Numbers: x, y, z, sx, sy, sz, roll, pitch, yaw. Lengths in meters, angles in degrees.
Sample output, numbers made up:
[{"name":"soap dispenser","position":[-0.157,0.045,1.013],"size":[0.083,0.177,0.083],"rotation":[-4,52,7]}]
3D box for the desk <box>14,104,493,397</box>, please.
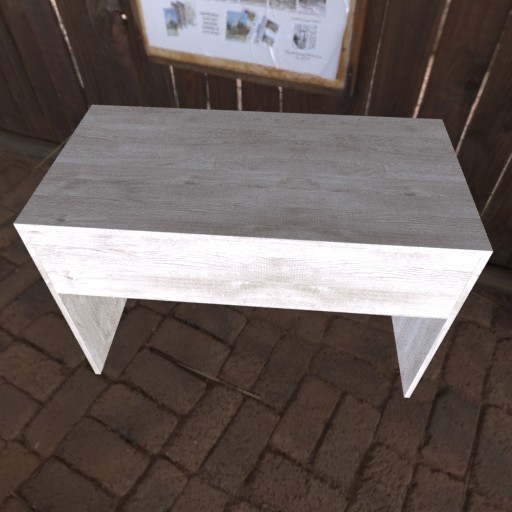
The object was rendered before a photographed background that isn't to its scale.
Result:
[{"name":"desk","position":[0.000,0.000,1.469],"size":[1.100,0.730,0.560],"rotation":[3,47,3]}]
